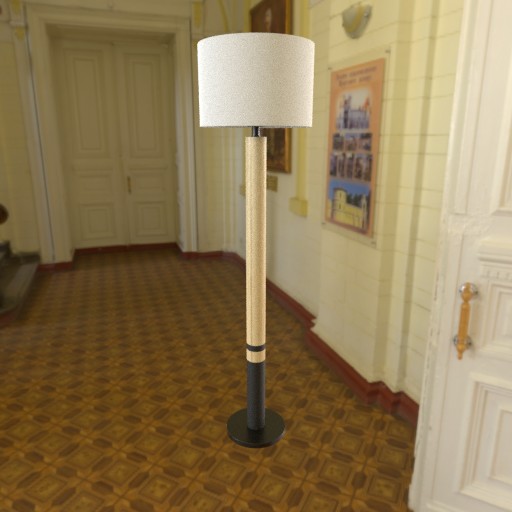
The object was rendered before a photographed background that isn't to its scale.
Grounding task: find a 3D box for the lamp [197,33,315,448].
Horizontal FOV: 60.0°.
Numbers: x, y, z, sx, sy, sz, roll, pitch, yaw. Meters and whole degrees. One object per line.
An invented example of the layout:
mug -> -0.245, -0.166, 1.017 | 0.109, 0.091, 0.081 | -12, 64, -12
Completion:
lamp -> 0.000, 0.000, 1.640 | 0.381, 1.478, 0.381 | 7, 17, 25
